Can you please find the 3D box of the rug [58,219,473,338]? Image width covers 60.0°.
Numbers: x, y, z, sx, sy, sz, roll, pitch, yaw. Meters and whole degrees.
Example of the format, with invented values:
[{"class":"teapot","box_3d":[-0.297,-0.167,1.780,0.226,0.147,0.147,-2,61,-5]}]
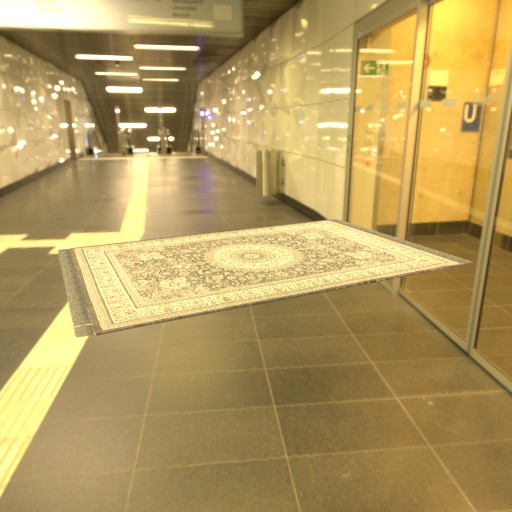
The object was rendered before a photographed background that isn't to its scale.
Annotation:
[{"class":"rug","box_3d":[0.000,0.000,4.269,3.422,0.015,2.143,-8,18,-25]}]
